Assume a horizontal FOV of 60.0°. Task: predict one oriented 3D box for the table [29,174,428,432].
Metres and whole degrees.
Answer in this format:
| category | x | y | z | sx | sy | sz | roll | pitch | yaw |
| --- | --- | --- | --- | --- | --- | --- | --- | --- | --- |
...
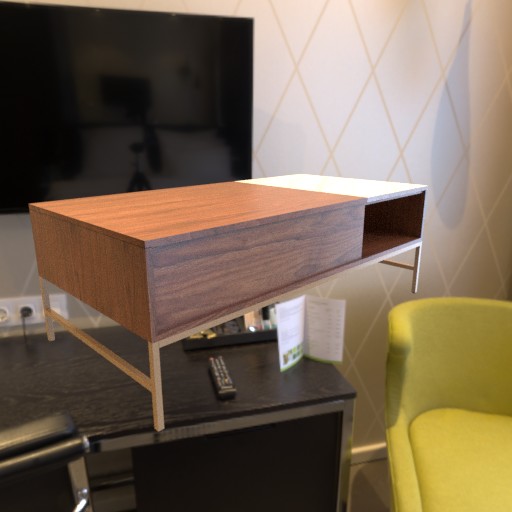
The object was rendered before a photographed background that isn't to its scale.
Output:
| category | x | y | z | sx | sy | sz | roll | pitch | yaw |
| --- | --- | --- | --- | --- | --- | --- | --- | --- | --- |
| table | 0.000 | 0.000 | 1.950 | 1.553 | 0.551 | 0.789 | -15 | 22 | -43 |
